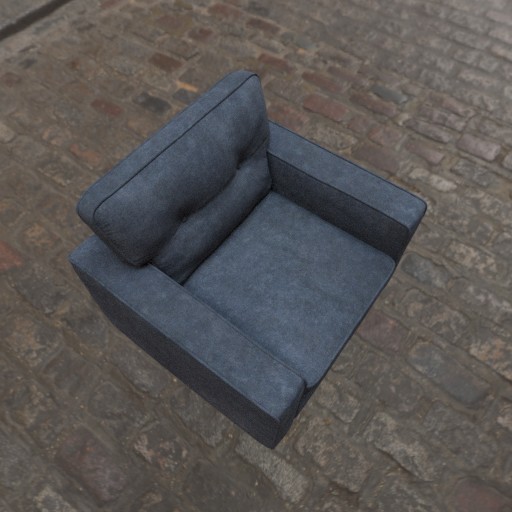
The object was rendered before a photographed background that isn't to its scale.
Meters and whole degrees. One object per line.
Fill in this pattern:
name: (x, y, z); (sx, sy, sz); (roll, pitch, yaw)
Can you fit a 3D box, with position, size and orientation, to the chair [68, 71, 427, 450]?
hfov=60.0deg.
chair: (0.000, 0.000, 1.751); (0.939, 0.965, 1.015); (33, 64, 18)
